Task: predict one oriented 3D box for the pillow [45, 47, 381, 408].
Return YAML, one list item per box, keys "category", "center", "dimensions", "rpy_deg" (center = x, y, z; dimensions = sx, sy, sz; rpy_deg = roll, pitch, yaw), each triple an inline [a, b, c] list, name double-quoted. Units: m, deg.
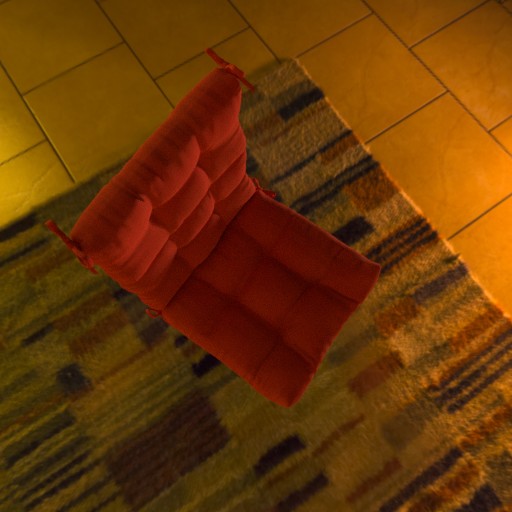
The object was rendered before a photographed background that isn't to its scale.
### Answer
- category: "pillow"
  center: [0.000, 0.000, 1.046]
  dimensions: [0.571, 0.605, 0.519]
  rpy_deg: [34, 76, 10]
